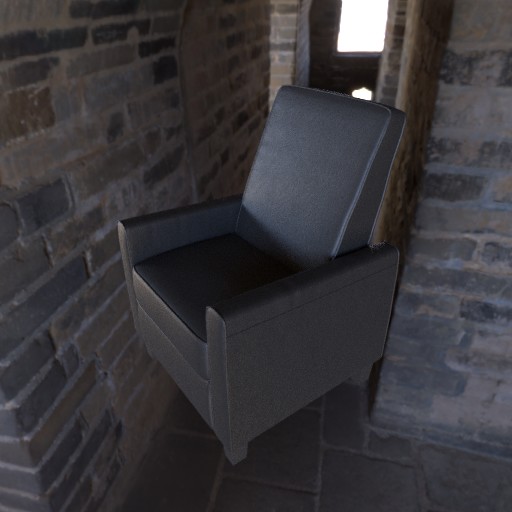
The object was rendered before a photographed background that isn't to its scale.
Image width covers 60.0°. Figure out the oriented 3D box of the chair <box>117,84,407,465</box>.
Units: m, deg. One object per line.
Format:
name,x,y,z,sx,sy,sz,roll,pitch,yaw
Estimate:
chair,0.000,0.000,1.534,0.746,1.013,0.705,-21,36,-31
